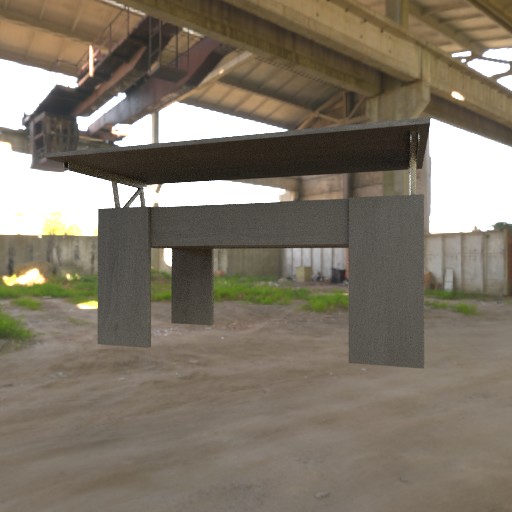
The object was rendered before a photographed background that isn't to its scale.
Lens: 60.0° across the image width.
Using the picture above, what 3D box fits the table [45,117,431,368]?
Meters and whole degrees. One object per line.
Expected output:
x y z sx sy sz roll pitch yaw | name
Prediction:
0.000 0.000 1.408 1.000 0.570 0.711 0 0 19 | table
